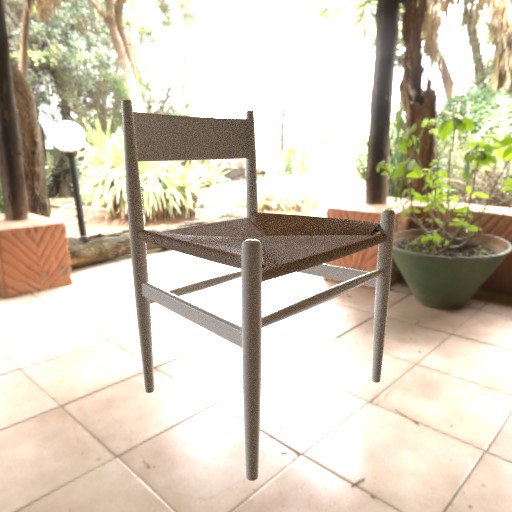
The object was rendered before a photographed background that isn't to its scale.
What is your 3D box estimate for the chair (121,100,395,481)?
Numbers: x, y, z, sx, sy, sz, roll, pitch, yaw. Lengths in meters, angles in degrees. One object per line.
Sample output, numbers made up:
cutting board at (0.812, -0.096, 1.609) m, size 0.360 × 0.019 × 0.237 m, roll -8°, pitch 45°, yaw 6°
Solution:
chair at (0.000, 0.000, 1.145) m, size 0.495 × 0.762 × 0.556 m, roll 13°, pitch 19°, yaw 41°
